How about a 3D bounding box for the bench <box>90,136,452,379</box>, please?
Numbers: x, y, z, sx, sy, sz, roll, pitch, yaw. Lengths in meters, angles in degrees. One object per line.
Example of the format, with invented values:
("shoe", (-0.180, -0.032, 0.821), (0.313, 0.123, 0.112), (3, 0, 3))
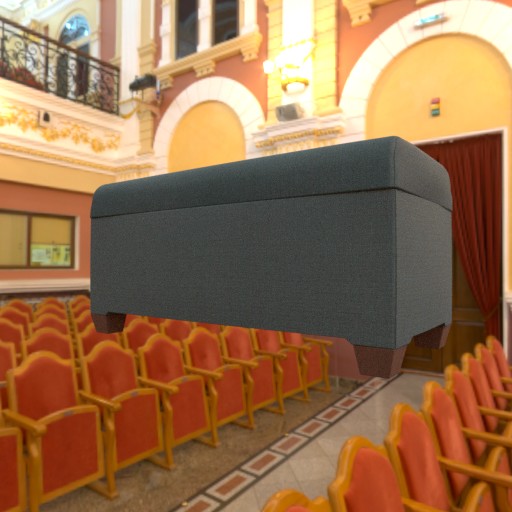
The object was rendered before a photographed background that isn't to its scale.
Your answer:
("bench", (0.000, 0.000, 1.278), (0.995, 0.474, 0.476), (-1, -1, 36))
